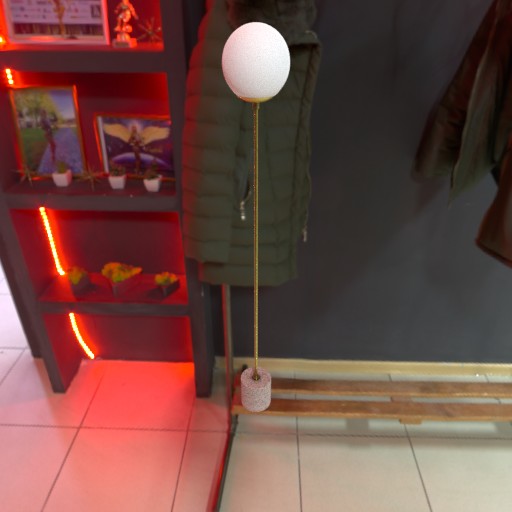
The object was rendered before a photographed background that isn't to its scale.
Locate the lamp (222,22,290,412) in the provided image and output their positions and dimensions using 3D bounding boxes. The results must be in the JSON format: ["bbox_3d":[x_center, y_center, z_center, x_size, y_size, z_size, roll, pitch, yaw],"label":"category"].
[{"bbox_3d":[0.000,0.000,1.872,0.229,1.748,0.229,19,35,29],"label":"lamp"}]
